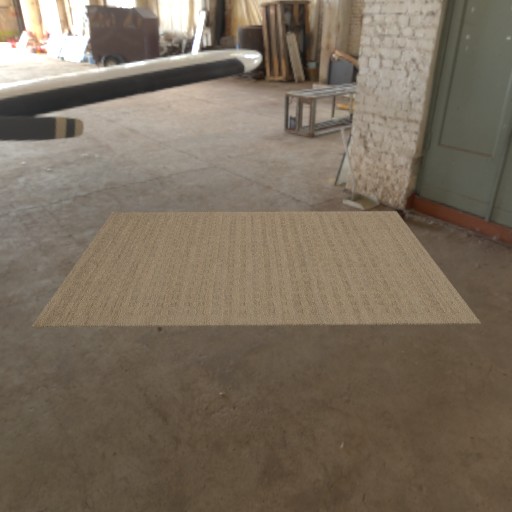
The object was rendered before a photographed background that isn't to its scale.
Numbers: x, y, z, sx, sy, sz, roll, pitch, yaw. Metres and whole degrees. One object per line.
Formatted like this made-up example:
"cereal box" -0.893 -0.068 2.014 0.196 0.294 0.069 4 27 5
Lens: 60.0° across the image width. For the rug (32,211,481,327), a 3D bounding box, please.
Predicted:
"rug" 0.000 0.000 2.233 1.752 0.006 1.142 0 28 -1
